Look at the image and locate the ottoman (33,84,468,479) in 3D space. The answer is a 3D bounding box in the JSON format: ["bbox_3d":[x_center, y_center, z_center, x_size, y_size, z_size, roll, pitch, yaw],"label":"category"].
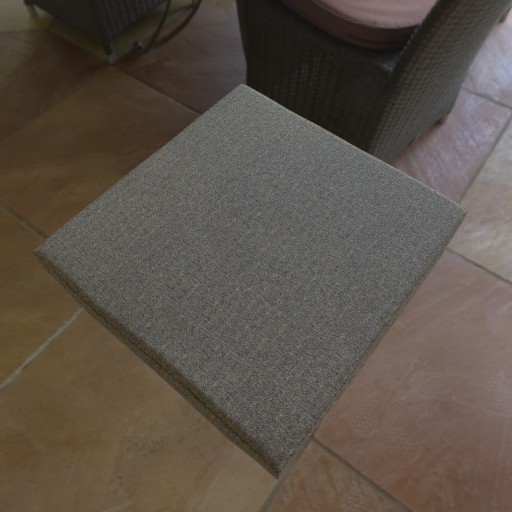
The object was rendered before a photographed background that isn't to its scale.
[{"bbox_3d":[0.000,0.000,1.518,0.981,0.379,1.016,36,66,18],"label":"ottoman"}]
